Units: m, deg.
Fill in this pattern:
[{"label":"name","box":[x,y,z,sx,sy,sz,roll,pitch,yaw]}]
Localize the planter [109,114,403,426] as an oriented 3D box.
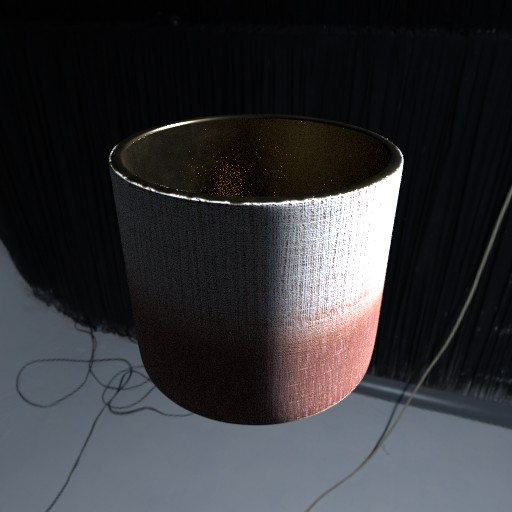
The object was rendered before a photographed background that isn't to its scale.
[{"label":"planter","box":[0.000,0.000,0.312,0.178,0.157,0.178,0,30,0]}]
